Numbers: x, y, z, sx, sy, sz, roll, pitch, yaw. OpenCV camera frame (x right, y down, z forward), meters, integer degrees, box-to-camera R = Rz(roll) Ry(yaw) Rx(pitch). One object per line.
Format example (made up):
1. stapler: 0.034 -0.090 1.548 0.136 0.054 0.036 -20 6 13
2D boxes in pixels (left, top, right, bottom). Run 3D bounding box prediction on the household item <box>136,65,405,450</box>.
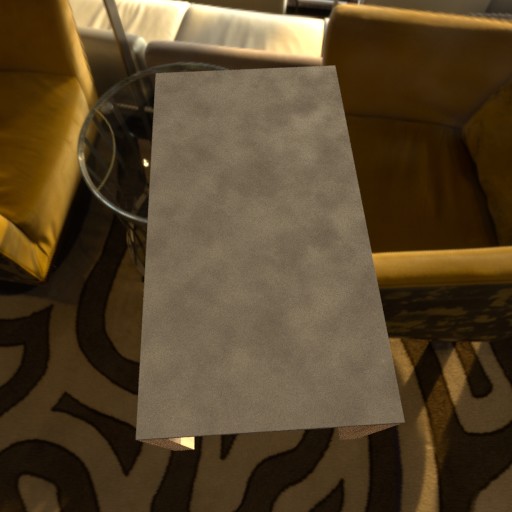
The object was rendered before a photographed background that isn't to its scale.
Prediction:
1. household item: 0.000 0.000 2.086 0.850 0.755 1.600 -3 64 -2
